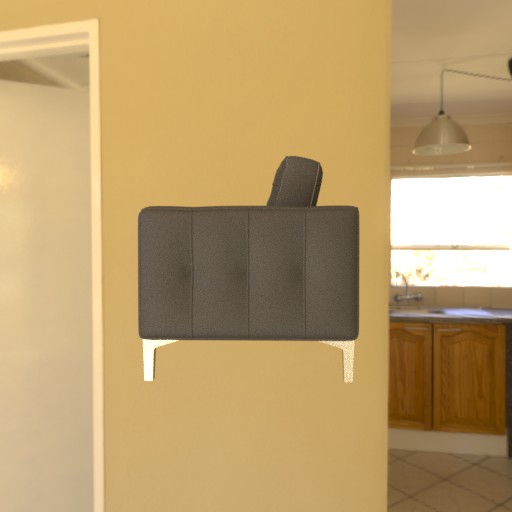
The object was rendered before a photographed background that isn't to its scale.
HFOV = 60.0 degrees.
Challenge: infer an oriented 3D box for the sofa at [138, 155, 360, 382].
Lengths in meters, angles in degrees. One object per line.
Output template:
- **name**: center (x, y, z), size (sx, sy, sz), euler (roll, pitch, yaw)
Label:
- **sofa**: center (0.000, 0.000, 2.728), size (0.833, 0.893, 2.275), euler (0, 1, 1)
